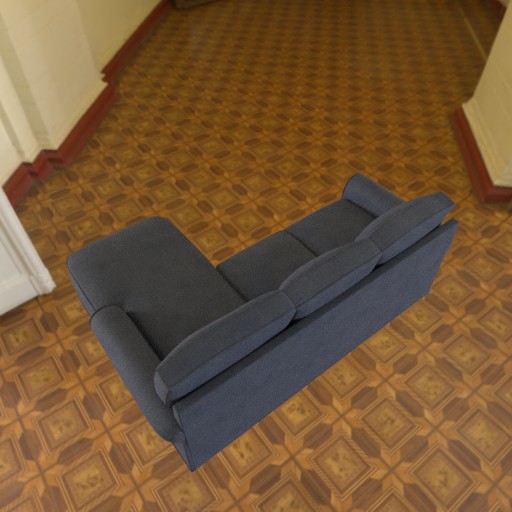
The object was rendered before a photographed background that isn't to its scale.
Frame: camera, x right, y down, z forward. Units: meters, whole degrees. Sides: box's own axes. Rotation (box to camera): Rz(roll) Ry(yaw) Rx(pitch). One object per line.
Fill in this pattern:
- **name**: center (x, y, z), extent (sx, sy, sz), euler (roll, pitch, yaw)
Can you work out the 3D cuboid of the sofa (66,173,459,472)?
- **sofa**: center (0.000, 0.000, 3.413), extent (2.567, 1.063, 1.780), euler (-29, 53, -25)
